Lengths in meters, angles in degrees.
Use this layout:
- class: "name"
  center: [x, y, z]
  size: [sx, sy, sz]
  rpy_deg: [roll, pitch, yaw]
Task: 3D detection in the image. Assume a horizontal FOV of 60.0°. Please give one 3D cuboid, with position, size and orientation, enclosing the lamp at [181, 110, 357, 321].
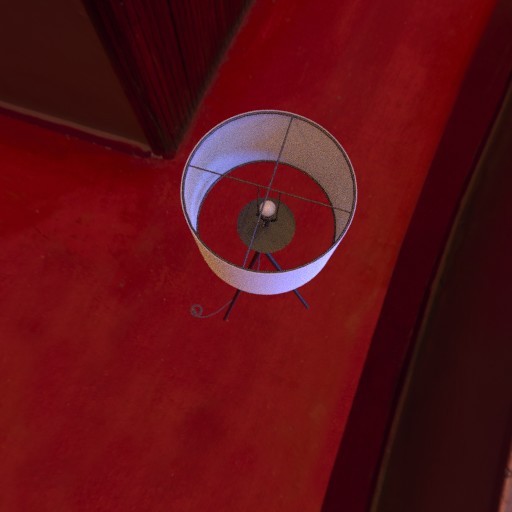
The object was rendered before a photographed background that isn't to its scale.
- class: "lamp"
  center: [0.000, 0.000, 1.876]
  size: [0.667, 1.624, 0.522]
  rpy_deg: [17, 76, 4]
